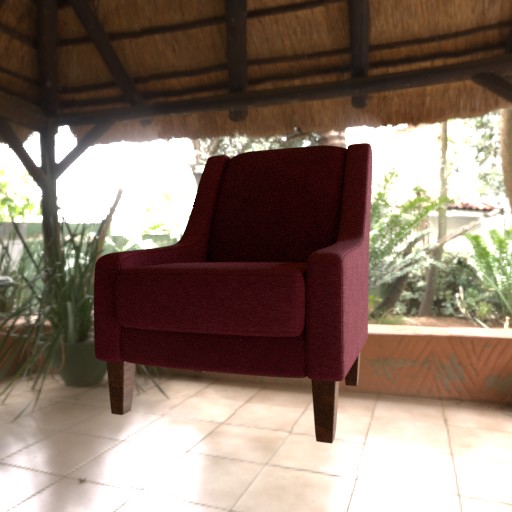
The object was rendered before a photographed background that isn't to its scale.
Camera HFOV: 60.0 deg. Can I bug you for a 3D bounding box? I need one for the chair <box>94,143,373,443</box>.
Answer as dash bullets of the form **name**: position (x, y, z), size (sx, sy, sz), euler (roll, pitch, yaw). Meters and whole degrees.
- **chair**: position (0.000, 0.000, 1.678), size (0.793, 1.017, 0.985), euler (0, -1, 19)
